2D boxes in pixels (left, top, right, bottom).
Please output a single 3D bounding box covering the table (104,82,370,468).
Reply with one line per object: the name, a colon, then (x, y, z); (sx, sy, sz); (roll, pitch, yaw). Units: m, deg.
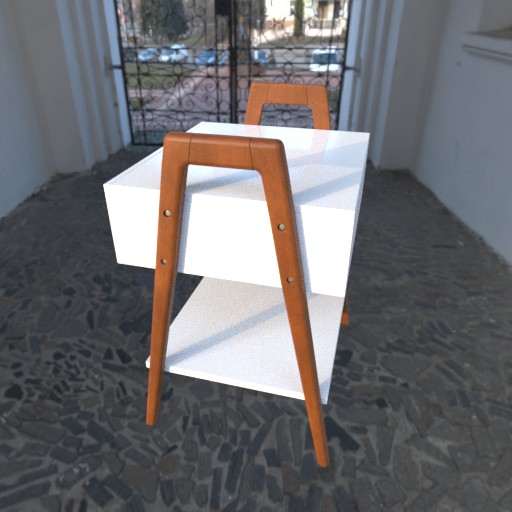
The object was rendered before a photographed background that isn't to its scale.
table: (0.000, 0.000, 0.918); (0.405, 0.610, 0.457); (8, 31, 13)
